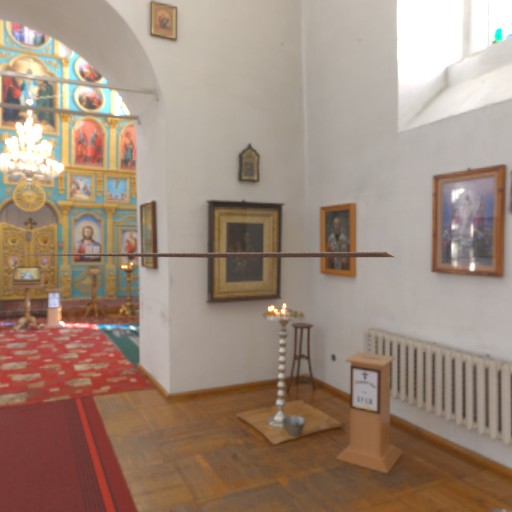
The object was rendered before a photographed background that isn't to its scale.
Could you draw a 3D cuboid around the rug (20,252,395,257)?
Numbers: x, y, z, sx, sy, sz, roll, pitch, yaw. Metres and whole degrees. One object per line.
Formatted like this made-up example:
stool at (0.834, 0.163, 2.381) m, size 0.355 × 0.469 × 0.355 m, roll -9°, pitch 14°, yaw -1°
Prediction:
rug at (0.000, 0.000, 4.131) m, size 2.442 × 0.008 × 3.046 m, roll 0°, pitch -1°, yaw 18°
